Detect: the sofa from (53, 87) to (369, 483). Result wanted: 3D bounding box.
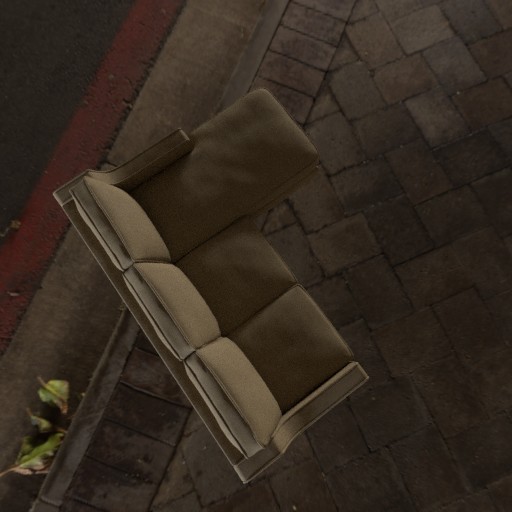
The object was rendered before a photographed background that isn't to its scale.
[{"bbox_3d":[0.000,0.000,3.313,1.858,1.066,2.317,-35,79,-8],"label":"sofa"}]
